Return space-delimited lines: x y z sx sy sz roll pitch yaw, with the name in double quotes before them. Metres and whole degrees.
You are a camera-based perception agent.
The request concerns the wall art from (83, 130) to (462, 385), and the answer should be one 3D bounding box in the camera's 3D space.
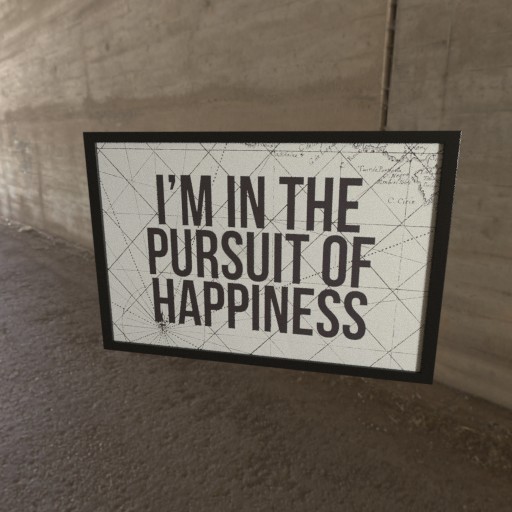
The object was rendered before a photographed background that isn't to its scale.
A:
"wall art" 0.000 0.000 1.020 0.819 0.552 0.015 3 15 12
